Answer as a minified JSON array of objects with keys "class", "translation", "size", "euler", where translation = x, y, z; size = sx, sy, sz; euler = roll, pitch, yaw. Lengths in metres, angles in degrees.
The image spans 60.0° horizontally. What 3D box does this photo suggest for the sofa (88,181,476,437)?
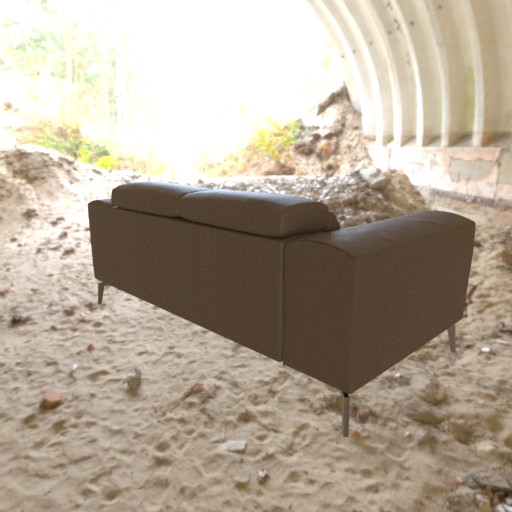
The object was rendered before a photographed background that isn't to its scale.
[{"class":"sofa","translation":[0.000,0.000,2.376],"size":[1.003,0.779,1.895],"euler":[-13,19,-43]}]
